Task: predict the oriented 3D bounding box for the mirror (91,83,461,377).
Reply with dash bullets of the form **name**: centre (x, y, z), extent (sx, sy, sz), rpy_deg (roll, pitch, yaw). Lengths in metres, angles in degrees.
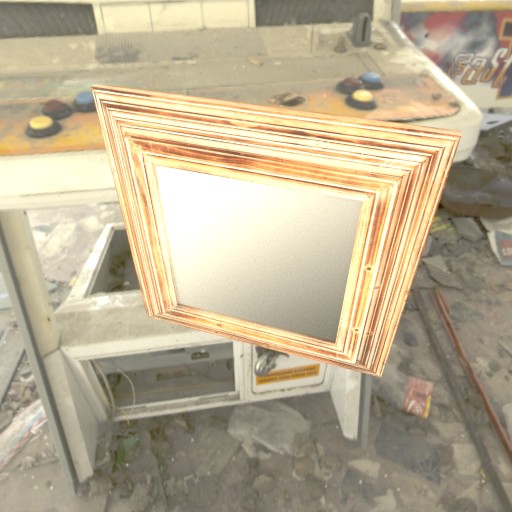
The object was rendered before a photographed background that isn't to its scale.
- **mirror**: centre (0.000, 0.000, 1.184), extent (0.804, 0.804, 0.061), rpy_deg (12, 43, 13)
